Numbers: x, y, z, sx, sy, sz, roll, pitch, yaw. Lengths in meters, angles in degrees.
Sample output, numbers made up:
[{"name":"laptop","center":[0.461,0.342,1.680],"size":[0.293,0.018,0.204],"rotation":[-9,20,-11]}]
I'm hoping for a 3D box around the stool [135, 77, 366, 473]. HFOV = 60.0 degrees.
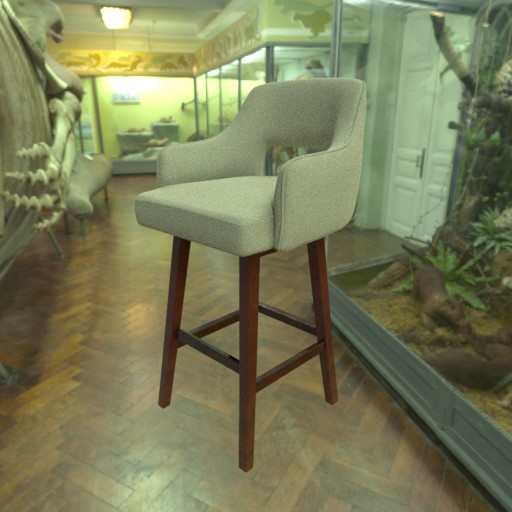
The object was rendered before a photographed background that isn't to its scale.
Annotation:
[{"name":"stool","center":[0.000,0.000,1.365],"size":[0.550,1.041,0.560],"rotation":[17,25,41]}]
